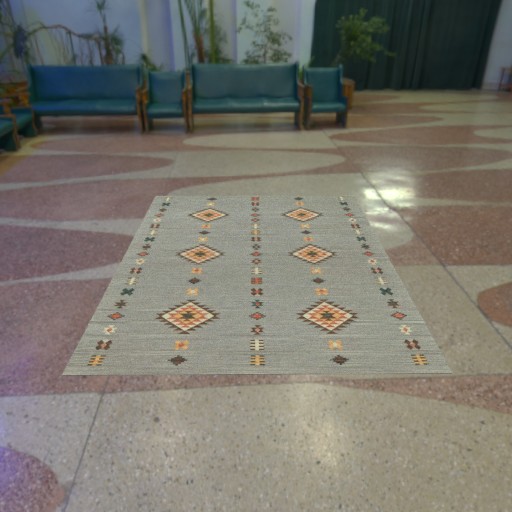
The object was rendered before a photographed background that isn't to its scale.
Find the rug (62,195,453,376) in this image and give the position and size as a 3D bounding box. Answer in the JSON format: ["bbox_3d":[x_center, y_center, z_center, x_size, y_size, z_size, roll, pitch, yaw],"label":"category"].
[{"bbox_3d":[0.000,0.000,4.072,2.425,0.008,3.035,0,29,0],"label":"rug"}]
